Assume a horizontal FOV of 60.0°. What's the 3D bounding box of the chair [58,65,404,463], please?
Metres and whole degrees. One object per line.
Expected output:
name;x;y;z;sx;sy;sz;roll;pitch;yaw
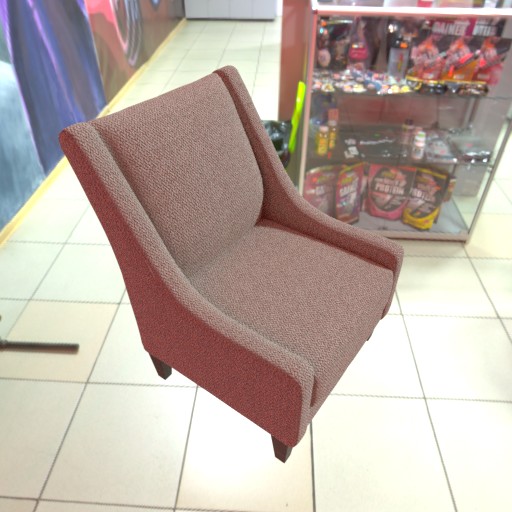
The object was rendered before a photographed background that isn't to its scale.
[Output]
chair;0.000;0.000;1.589;0.870;1.014;0.774;25;45;27
